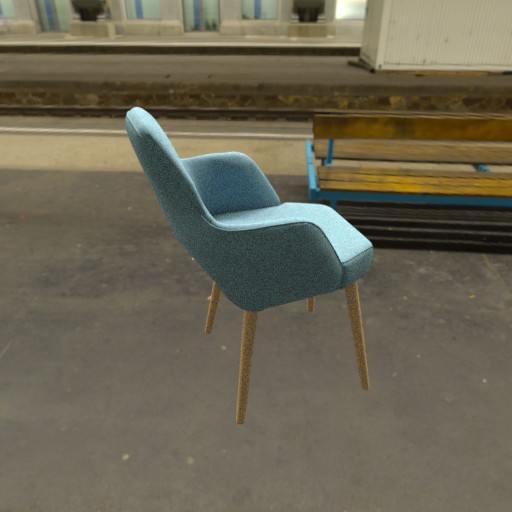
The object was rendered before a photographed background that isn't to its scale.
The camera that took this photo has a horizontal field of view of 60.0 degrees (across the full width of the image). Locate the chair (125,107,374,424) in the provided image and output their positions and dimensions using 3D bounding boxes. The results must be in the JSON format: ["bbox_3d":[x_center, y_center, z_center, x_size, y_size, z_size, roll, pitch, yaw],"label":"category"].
[{"bbox_3d":[0.000,0.000,1.382,0.666,0.920,0.589,-10,32,-16],"label":"chair"}]
